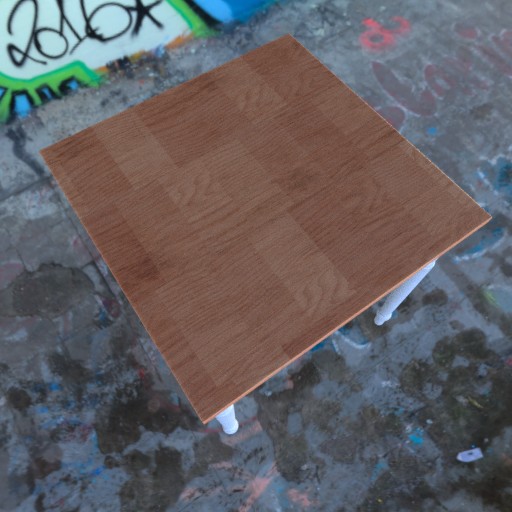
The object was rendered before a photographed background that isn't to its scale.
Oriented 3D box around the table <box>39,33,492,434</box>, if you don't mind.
[{"bbox_3d":[0.000,0.000,1.344,0.747,0.738,0.747,-32,67,-15],"label":"table"}]
